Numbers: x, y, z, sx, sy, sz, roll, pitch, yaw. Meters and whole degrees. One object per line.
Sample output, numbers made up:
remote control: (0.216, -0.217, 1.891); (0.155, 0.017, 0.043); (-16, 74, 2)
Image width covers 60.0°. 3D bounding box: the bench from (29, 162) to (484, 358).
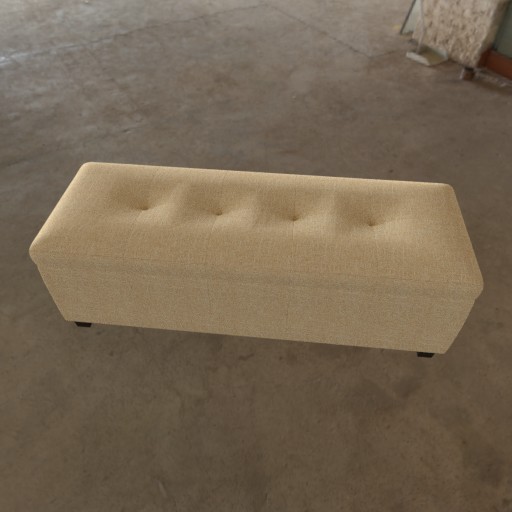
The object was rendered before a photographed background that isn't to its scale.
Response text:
bench: (0.000, 0.000, 1.432); (1.219, 0.406, 0.432); (4, 46, 4)
